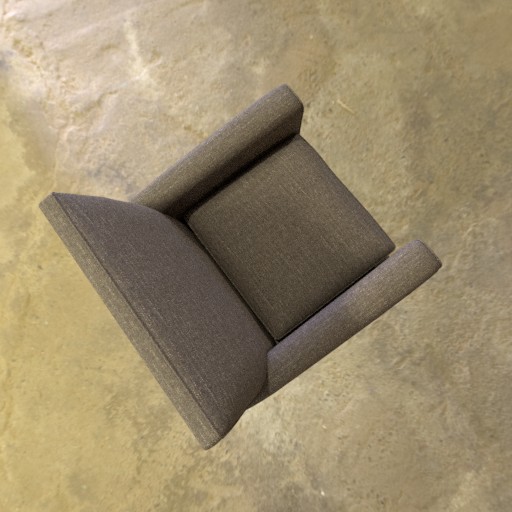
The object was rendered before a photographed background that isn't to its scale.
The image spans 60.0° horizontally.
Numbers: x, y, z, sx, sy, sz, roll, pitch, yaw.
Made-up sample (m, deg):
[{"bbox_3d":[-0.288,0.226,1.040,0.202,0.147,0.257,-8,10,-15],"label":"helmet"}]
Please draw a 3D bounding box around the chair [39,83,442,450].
[{"bbox_3d":[0.000,0.000,1.574,0.875,0.885,0.838,-36,79,-8],"label":"chair"}]
